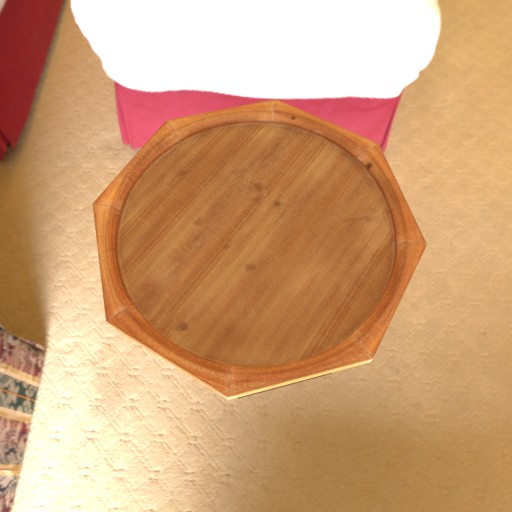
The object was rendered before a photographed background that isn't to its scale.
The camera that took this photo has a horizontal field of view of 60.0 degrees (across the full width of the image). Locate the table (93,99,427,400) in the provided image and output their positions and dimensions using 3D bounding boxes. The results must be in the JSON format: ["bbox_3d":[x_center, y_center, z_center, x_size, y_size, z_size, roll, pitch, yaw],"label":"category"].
[{"bbox_3d":[0.000,0.000,1.512,1.002,0.444,1.002,0,64,0],"label":"table"}]
